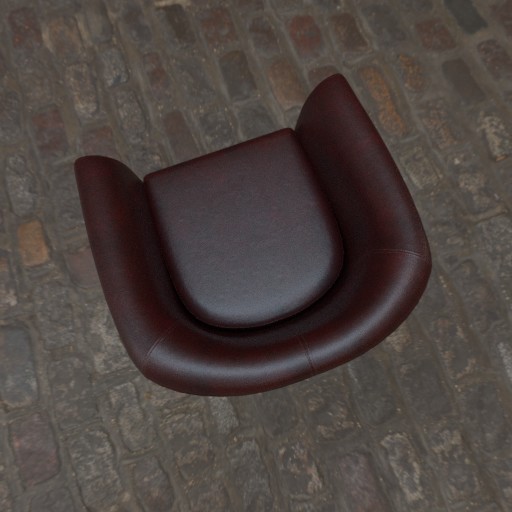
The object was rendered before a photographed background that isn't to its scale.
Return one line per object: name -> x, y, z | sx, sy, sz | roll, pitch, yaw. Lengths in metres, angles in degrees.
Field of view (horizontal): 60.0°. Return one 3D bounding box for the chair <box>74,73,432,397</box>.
chair -> 0.000, 0.000, 1.355 | 0.792, 0.756, 0.727 | -20, 78, -4
